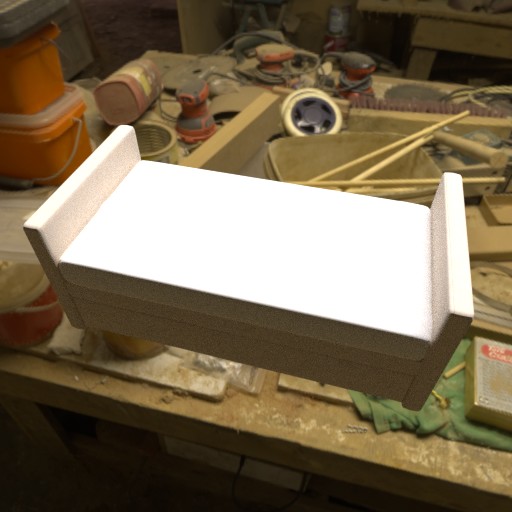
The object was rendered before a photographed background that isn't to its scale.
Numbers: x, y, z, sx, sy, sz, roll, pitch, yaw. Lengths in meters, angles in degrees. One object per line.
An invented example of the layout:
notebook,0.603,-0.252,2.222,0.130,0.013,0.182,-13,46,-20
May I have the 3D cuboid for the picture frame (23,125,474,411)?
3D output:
picture frame,0.000,0.000,2.692,2.161,0.891,1.069,11,46,11
